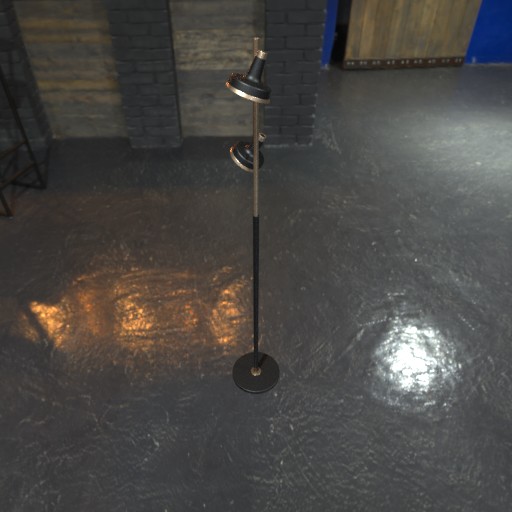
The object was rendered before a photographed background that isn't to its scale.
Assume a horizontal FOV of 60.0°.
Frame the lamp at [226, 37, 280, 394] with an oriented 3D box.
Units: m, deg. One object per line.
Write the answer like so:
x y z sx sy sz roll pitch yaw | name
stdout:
0.000 0.000 1.835 0.253 1.674 0.351 0 41 0 | lamp
